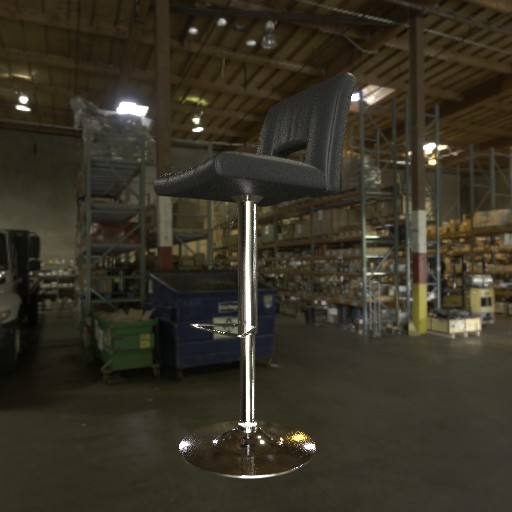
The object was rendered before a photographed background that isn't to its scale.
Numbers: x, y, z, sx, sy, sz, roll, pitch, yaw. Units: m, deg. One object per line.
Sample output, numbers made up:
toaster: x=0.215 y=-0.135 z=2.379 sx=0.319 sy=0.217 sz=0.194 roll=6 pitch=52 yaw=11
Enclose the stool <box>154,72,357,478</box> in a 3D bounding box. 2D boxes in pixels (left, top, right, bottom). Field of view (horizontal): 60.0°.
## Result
stool: x=0.000 y=0.000 z=1.375 sx=0.520 sy=1.151 sz=0.415 roll=1 pitch=-2 yaw=-36
